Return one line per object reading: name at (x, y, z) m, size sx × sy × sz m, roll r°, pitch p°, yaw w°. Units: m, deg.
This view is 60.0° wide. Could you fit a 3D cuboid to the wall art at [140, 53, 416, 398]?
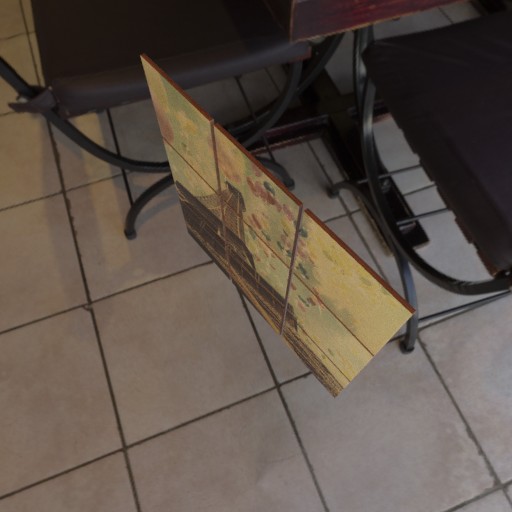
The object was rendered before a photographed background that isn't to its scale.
wall art at (0.000, 0.000, 1.900) m, size 0.017 × 1.246 × 1.256 m, roll -37°, pitch 68°, yaw -17°
